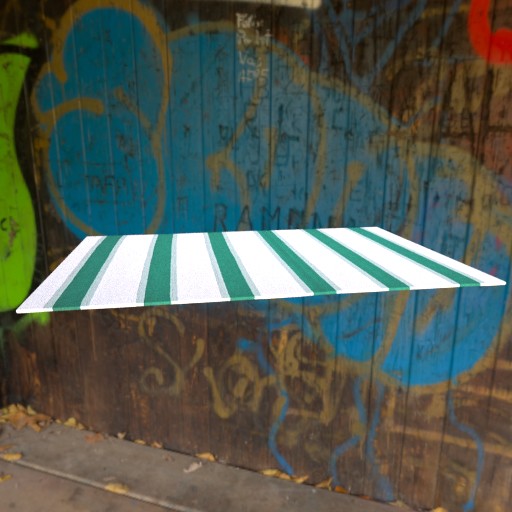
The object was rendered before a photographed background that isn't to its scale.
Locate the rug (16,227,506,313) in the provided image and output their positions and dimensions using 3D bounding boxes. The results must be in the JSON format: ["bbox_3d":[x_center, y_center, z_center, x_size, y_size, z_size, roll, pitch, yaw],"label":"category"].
[{"bbox_3d":[0.000,0.000,2.201,1.829,0.012,1.210,-2,15,-9],"label":"rug"}]
